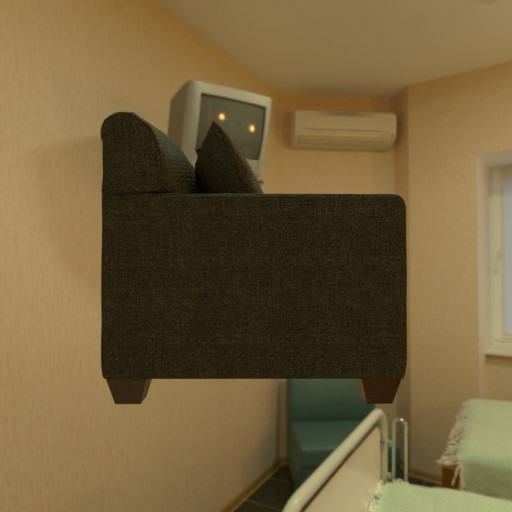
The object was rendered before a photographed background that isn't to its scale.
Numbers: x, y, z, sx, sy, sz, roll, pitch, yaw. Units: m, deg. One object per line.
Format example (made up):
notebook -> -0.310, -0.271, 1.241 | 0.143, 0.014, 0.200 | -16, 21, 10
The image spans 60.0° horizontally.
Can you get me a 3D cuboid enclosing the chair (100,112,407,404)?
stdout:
chair -> 0.000, 0.000, 2.049 | 1.000, 0.948, 1.383 | 0, -1, 0
